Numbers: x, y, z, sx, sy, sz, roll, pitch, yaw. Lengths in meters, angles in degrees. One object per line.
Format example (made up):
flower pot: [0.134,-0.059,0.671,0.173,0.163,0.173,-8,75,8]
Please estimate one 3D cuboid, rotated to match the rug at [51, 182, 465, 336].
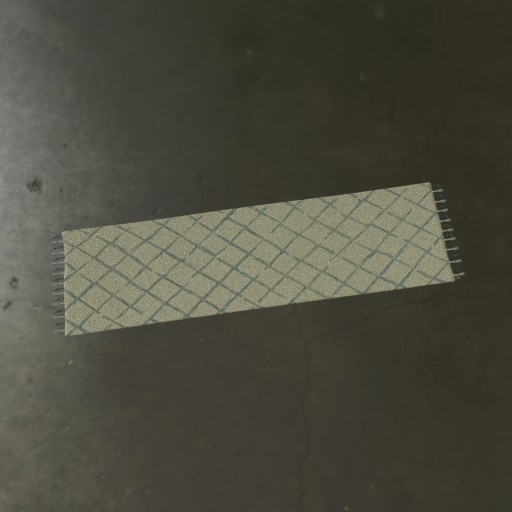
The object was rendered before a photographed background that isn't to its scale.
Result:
rug: [0.000,0.000,2.596,2.372,0.008,0.620,-8,76,-2]
